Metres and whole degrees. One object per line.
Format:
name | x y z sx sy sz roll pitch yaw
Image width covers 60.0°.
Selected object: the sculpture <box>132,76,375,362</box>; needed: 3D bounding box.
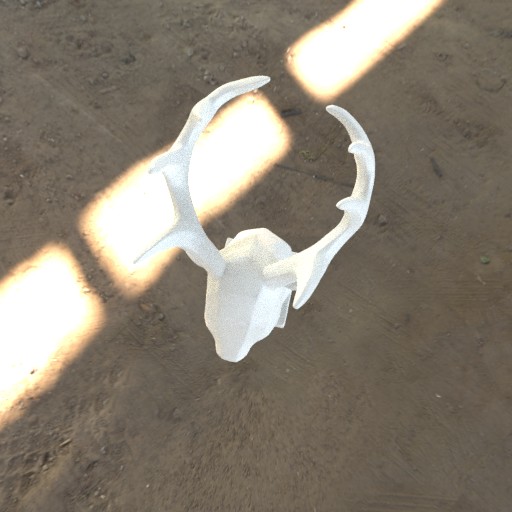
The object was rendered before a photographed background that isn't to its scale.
sculpture | 0.000 0.000 0.471 0.174 0.329 0.224 13 76 3
